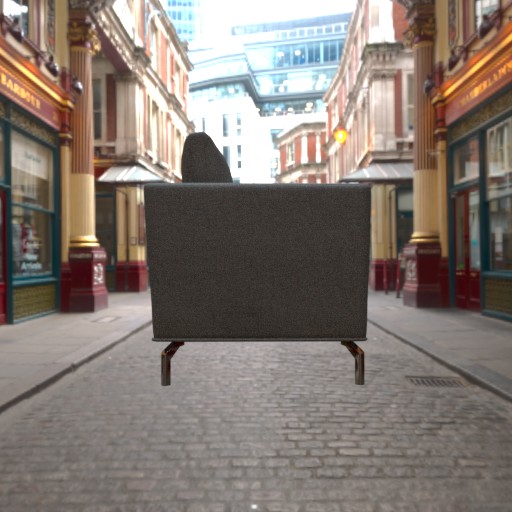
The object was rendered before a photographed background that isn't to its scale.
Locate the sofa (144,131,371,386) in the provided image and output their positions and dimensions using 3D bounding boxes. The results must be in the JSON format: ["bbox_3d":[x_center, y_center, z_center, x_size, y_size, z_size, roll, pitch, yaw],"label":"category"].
[{"bbox_3d":[0.000,0.000,2.726,0.869,1.002,2.212,0,-1,-1],"label":"sofa"}]
